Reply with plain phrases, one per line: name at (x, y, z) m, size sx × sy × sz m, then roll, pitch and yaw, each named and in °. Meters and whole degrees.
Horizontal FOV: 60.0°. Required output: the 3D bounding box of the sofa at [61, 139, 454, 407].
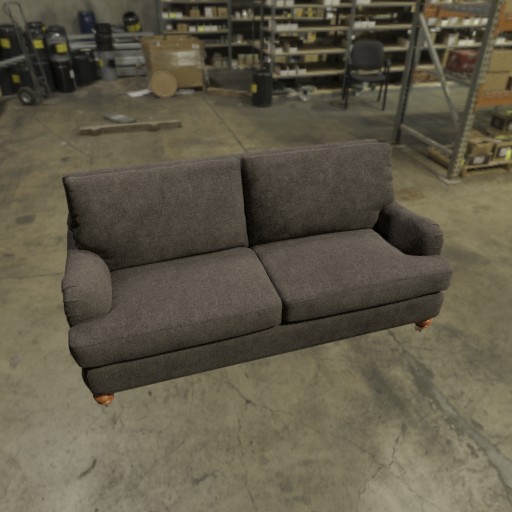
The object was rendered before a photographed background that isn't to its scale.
sofa at (0.000, 0.000, 2.721) m, size 2.160 × 1.054 × 1.087 m, roll -10°, pitch 35°, yaw -14°
